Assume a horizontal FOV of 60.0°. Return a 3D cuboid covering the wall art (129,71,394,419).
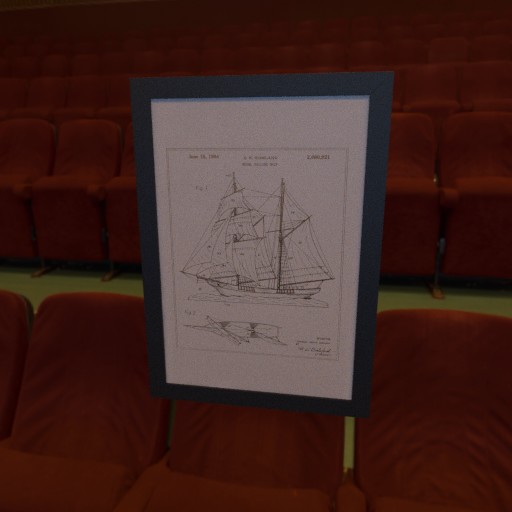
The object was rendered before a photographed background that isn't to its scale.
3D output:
[{"bbox_3d":[0.000,0.000,0.700,0.381,0.534,0.013,2,15,9],"label":"wall art"}]
